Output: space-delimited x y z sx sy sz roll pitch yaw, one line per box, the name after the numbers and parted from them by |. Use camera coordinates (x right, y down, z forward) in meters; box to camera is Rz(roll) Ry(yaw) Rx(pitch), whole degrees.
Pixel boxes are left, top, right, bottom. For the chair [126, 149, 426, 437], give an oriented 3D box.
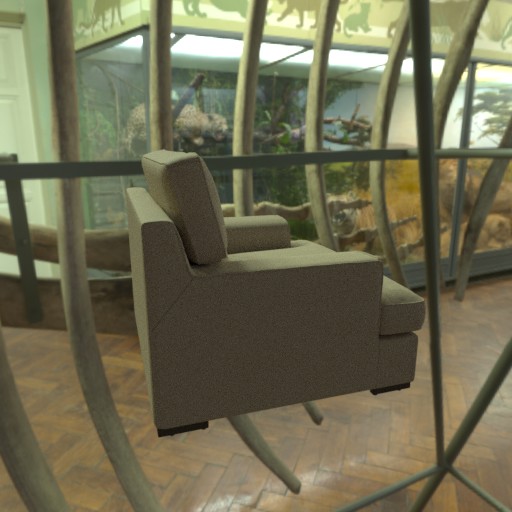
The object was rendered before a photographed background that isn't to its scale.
0.000 0.000 2.158 1.274 1.005 1.293 -7 16 -25 | chair
